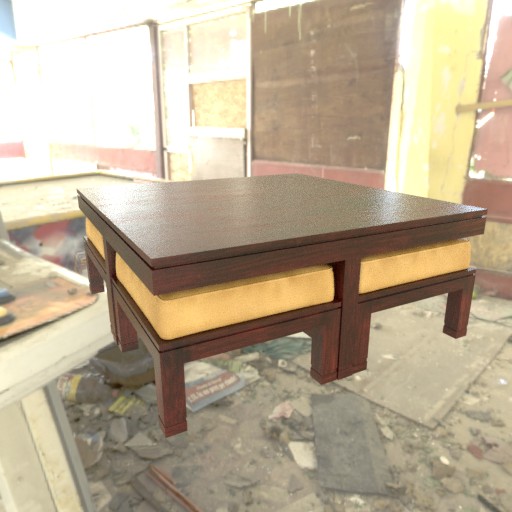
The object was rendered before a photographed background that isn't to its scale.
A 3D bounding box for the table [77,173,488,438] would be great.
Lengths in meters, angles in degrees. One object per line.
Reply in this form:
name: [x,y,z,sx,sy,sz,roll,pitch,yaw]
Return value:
table: [0.000,0.000,1.339,0.865,0.356,0.865,-9,20,-27]
